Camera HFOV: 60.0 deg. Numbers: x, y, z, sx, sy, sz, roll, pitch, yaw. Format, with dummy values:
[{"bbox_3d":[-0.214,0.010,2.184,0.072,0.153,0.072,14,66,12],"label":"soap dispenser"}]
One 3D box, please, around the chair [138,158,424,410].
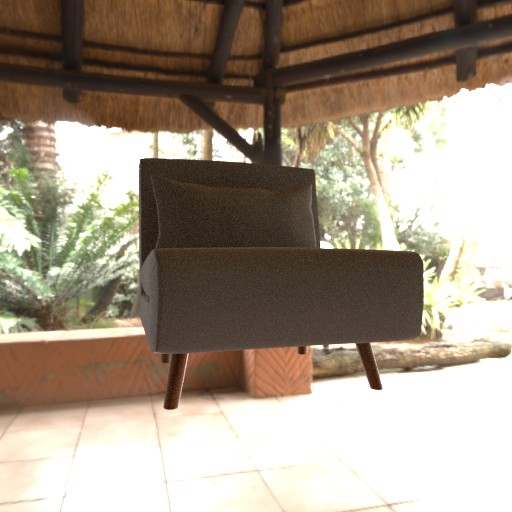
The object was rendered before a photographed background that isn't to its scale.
[{"bbox_3d":[0.000,0.000,1.531,0.770,0.808,0.902,0,-1,-17],"label":"chair"}]
